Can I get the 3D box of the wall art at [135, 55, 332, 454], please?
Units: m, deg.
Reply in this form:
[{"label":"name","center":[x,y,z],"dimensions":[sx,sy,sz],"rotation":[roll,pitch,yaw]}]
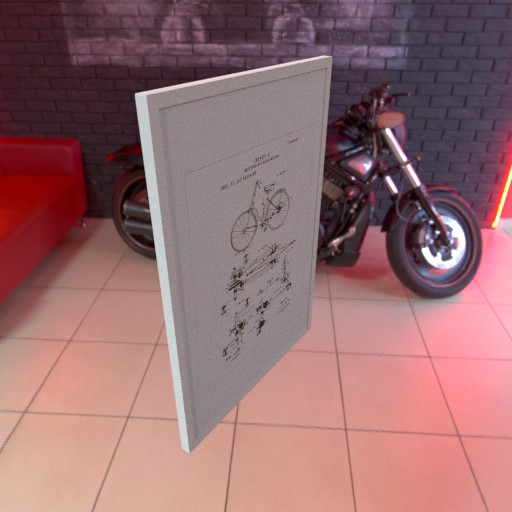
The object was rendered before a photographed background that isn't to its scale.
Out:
[{"label":"wall art","center":[0.000,0.000,0.613],"dimensions":[0.015,0.477,0.332],"rotation":[21,36,31]}]
